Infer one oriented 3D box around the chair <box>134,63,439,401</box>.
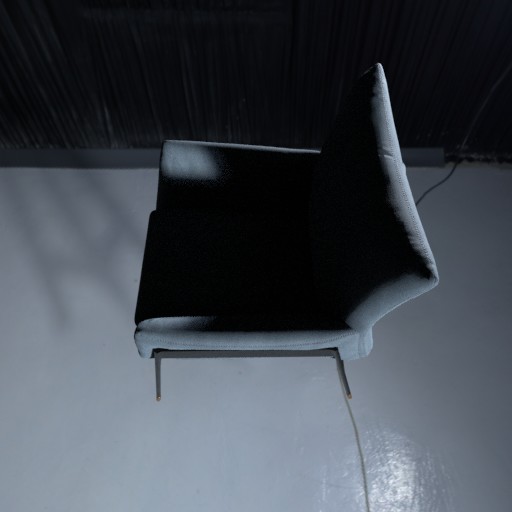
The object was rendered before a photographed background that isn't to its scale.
[{"bbox_3d":[0.000,0.000,1.351,0.709,0.858,0.678,-1,57,0],"label":"chair"}]
